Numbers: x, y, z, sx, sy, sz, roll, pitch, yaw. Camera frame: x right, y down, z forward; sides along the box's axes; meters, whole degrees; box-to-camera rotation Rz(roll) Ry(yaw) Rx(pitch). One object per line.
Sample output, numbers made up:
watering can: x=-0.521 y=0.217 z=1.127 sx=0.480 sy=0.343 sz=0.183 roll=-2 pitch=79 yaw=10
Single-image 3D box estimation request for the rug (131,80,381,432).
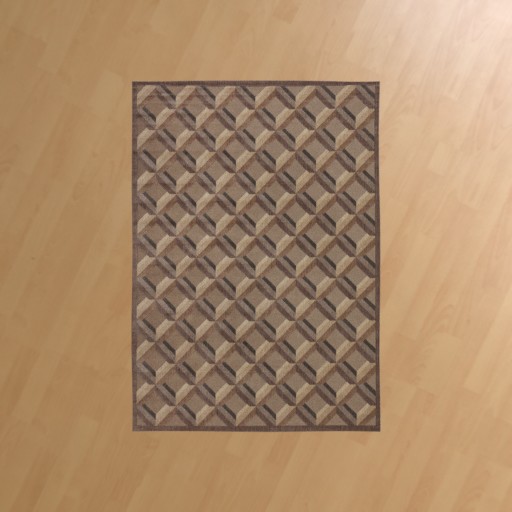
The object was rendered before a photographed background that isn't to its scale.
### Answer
rug: x=0.000 y=0.000 z=2.849 sx=1.600 sy=0.013 sz=2.260 roll=0 pitch=90 yaw=0
